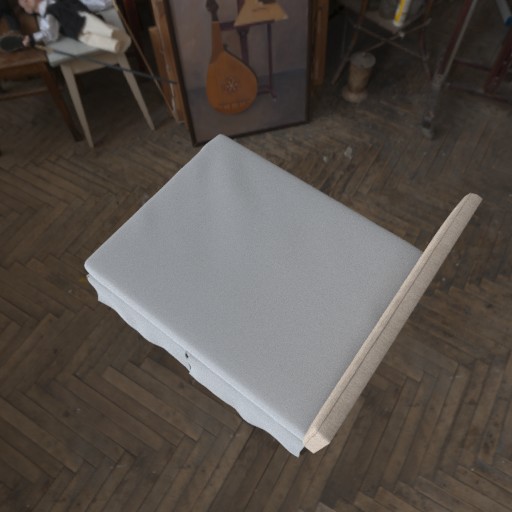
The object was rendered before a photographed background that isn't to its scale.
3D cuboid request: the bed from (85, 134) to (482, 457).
[{"bbox_3d":[0.000,0.000,3.001,1.978,1.270,1.643,34,67,16],"label":"bed"}]
